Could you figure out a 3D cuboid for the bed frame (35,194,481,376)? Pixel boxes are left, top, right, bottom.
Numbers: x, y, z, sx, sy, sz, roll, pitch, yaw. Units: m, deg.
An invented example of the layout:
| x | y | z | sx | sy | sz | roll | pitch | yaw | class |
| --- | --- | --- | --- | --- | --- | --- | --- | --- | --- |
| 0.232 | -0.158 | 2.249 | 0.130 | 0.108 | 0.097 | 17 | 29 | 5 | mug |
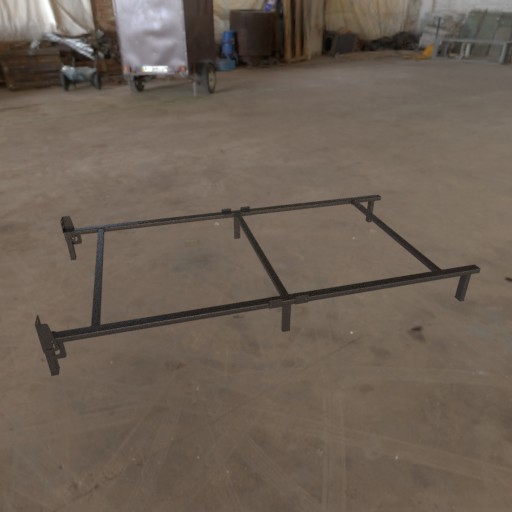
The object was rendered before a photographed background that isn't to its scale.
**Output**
| x | y | z | sx | sy | sz | roll | pitch | yaw | class |
| --- | --- | --- | --- | --- | --- | --- | --- | --- | --- |
| 0.000 | 0.000 | 2.257 | 1.897 | 0.248 | 0.968 | -8 | 31 | -13 | bed frame |
